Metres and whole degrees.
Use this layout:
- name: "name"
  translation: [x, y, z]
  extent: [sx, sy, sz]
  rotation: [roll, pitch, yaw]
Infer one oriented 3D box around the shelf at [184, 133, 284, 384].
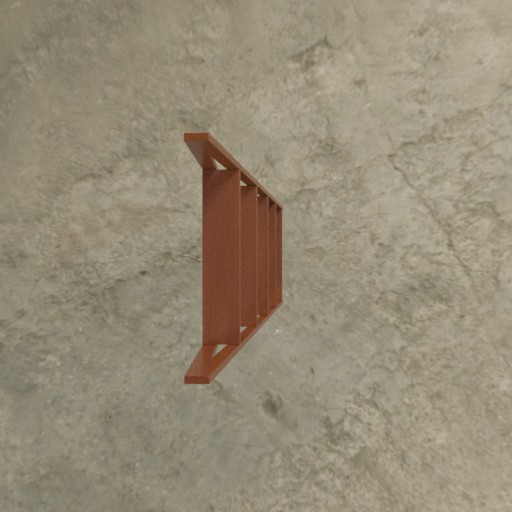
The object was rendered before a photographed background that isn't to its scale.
- name: "shelf"
  translation: [0.000, 0.000, 1.990]
  extent: [0.356, 1.780, 0.630]
  rotation: [0, 90, 0]
